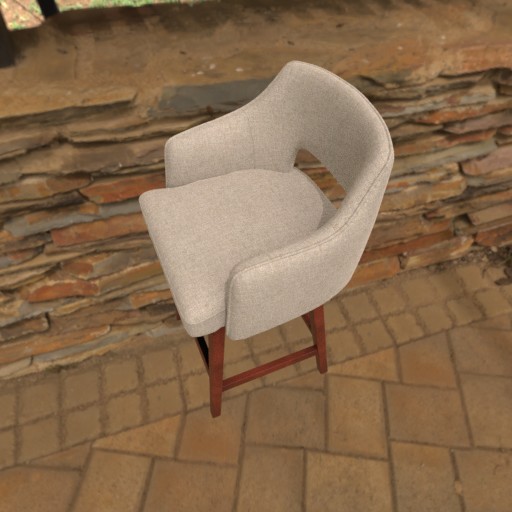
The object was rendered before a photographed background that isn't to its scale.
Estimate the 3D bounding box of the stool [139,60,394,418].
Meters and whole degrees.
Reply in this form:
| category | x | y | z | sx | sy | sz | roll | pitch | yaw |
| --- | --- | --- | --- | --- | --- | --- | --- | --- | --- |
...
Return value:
| category | x | y | z | sx | sy | sz | roll | pitch | yaw |
| --- | --- | --- | --- | --- | --- | --- | --- | --- | --- |
| stool | 0.000 | 0.000 | 1.331 | 0.558 | 0.944 | 0.599 | -17 | 50 | -15 |
